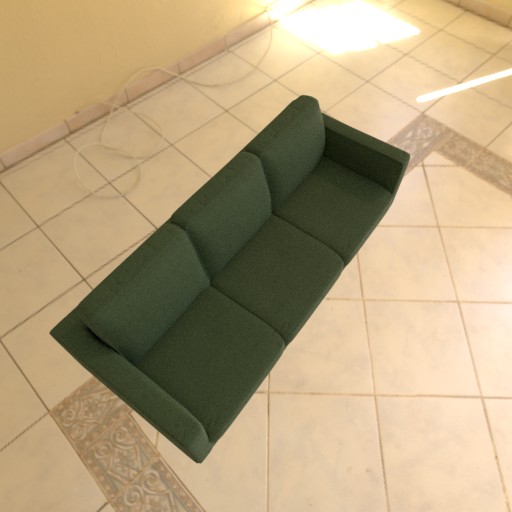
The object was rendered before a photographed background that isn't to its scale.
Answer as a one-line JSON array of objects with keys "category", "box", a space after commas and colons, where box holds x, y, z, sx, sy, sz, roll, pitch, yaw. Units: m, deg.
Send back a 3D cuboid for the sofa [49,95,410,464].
[{"category": "sofa", "box": [0.000, 0.000, 2.517, 0.879, 0.899, 2.029, 32, 63, 18]}]
